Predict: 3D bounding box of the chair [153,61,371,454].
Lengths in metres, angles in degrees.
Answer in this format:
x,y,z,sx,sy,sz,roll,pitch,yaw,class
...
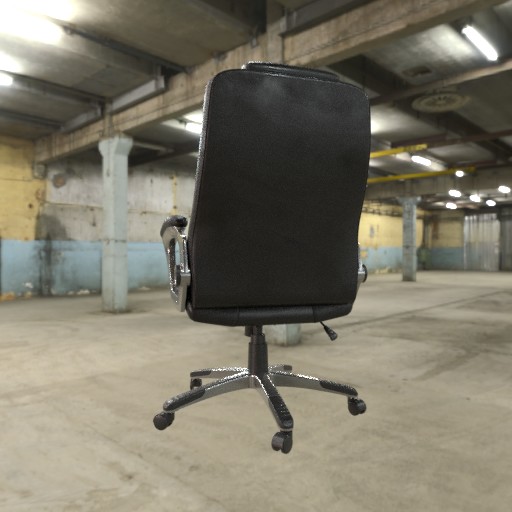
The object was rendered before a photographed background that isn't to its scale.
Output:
x,y,z,sx,sy,sz,roll,pitch,yaw,class
0.000,0.000,1.523,0.697,1.075,0.689,0,0,-17,chair
